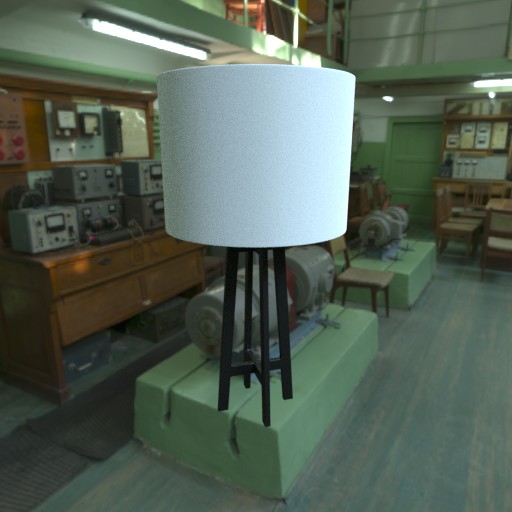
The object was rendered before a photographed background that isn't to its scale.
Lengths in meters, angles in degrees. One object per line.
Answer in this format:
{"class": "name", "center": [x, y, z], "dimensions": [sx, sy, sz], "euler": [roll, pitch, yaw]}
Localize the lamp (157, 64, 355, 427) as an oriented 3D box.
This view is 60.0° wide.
{"class": "lamp", "center": [0.000, 0.000, 0.648], "dimensions": [0.257, 0.489, 0.257], "euler": [8, 17, 27]}
